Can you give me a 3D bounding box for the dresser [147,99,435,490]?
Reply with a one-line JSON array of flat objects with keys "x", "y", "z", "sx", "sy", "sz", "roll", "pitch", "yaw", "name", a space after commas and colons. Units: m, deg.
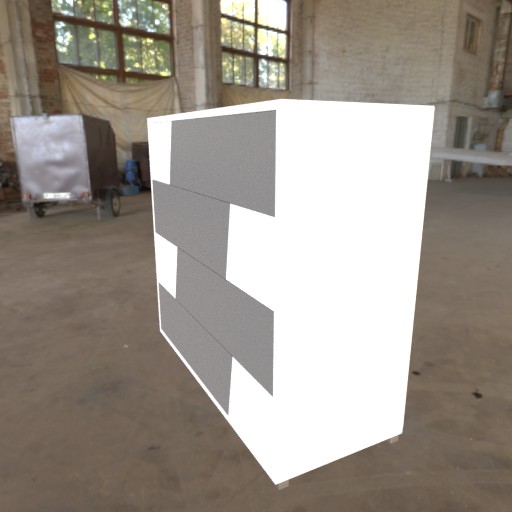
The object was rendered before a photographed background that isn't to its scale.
[{"x": 0.000, "y": 0.000, "z": 1.632, "sx": 0.460, "sy": 1.000, "sz": 1.100, "roll": -8, "pitch": 17, "yaw": -27, "name": "dresser"}]
